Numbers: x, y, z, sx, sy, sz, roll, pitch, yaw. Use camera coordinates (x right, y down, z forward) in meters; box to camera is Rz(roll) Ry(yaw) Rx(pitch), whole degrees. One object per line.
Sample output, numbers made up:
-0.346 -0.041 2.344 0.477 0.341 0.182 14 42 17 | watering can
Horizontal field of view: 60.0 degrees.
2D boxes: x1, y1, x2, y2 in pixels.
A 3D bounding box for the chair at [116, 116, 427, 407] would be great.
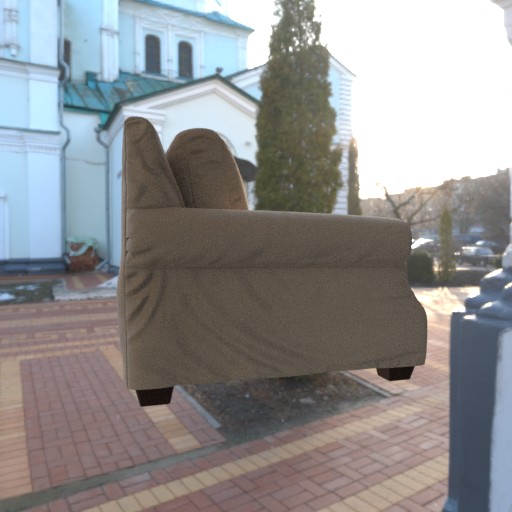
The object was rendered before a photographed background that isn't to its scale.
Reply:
0.000 0.000 1.786 1.066 0.866 0.940 -1 2 -17 | chair
